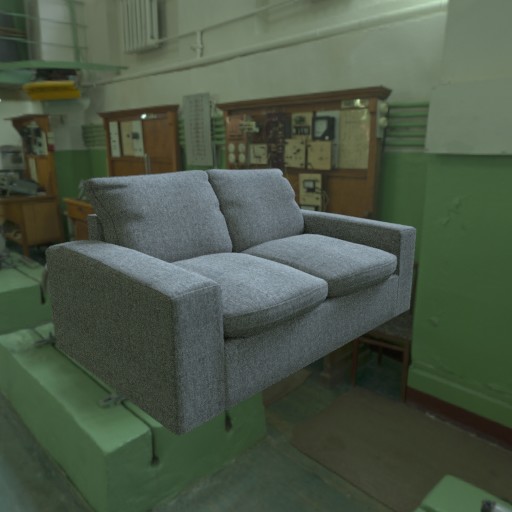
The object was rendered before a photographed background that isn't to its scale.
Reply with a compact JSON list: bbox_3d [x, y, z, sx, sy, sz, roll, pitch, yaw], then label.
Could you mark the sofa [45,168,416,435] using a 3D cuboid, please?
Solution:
[{"bbox_3d":[0.000,0.000,2.368,1.094,0.877,1.758,13,19,43],"label":"sofa"}]
